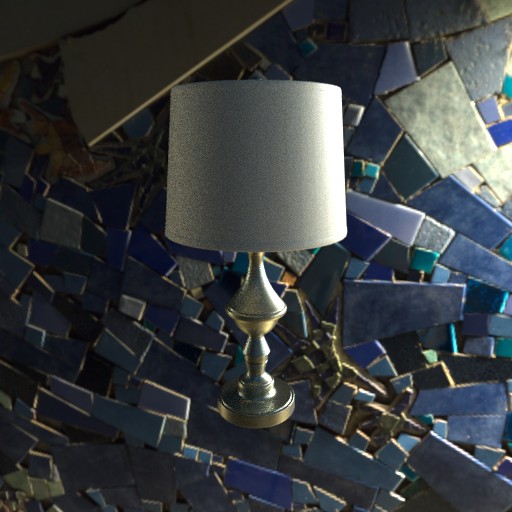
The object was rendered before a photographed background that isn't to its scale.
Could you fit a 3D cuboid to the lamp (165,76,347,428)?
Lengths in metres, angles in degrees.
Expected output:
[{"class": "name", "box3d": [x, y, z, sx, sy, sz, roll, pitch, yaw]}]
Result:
[{"class": "lamp", "box3d": [0.000, 0.000, 0.968, 0.383, 0.733, 0.383, 0, 15, 0]}]
